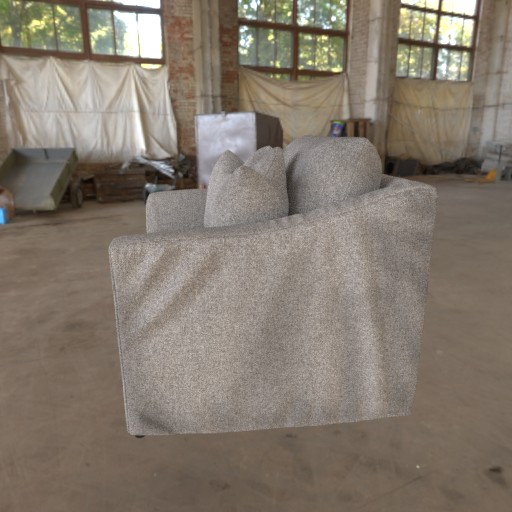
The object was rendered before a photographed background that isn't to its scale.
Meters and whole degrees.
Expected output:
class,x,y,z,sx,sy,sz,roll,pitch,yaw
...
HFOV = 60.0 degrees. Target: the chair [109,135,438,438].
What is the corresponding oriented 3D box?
class,x,y,z,sx,sy,sz,roll,pitch,yaw
chair,0.000,0.000,2.012,1.071,1.059,1.194,-2,16,-7
